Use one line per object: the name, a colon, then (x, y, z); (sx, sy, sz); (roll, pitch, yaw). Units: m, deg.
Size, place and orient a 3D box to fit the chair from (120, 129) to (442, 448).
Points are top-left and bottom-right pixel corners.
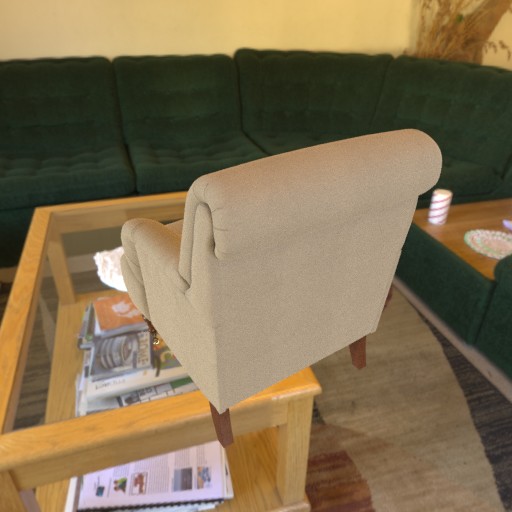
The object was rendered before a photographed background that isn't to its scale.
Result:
chair: (0.000, 0.000, 1.557); (0.766, 0.942, 0.842); (-19, 36, -29)
